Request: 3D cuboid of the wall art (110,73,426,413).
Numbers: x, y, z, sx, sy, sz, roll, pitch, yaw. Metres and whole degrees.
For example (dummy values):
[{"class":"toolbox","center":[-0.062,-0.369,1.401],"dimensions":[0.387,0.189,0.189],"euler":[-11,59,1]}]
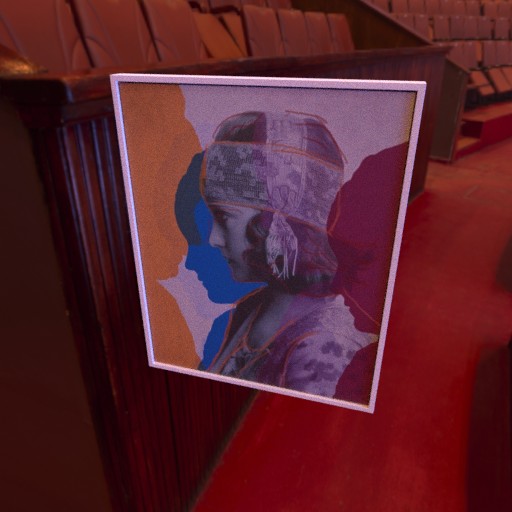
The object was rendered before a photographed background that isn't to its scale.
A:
[{"class":"wall art","center":[0.000,0.000,0.734],"dimensions":[0.443,0.549,0.030],"euler":[8,28,15]}]
